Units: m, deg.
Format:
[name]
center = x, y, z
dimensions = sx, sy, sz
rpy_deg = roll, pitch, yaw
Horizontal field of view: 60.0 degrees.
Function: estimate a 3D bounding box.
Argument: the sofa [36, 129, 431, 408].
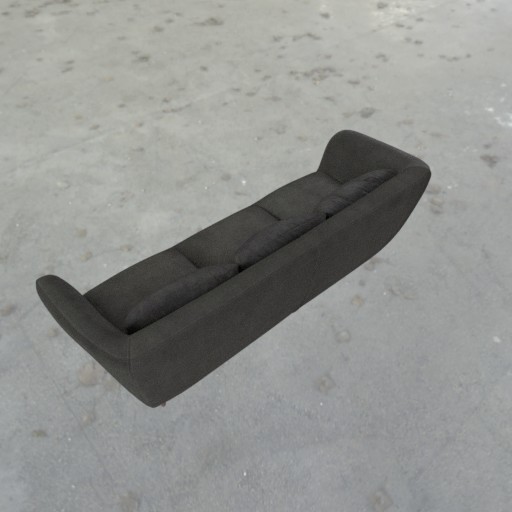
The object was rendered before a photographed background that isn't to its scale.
[sofa]
center = 0.000, 0.000, 2.707
dimensions = 2.296, 0.875, 0.956
rpy_deg = -31, 53, -27
